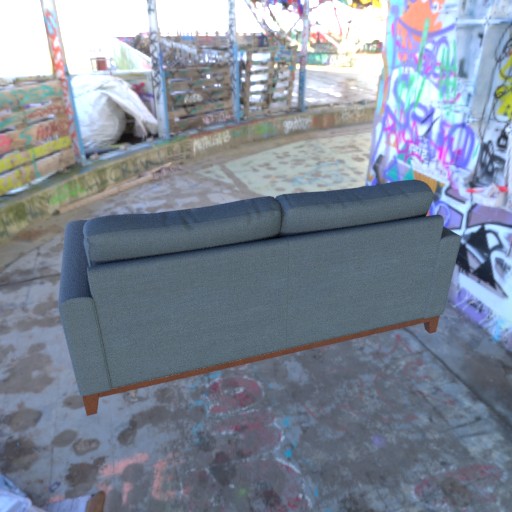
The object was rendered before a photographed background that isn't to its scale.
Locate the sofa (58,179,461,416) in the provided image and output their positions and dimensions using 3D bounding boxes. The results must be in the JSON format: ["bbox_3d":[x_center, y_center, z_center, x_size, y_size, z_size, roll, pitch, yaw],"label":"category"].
[{"bbox_3d":[0.000,0.000,2.397,1.900,0.865,0.877,-9,29,-17],"label":"sofa"}]
